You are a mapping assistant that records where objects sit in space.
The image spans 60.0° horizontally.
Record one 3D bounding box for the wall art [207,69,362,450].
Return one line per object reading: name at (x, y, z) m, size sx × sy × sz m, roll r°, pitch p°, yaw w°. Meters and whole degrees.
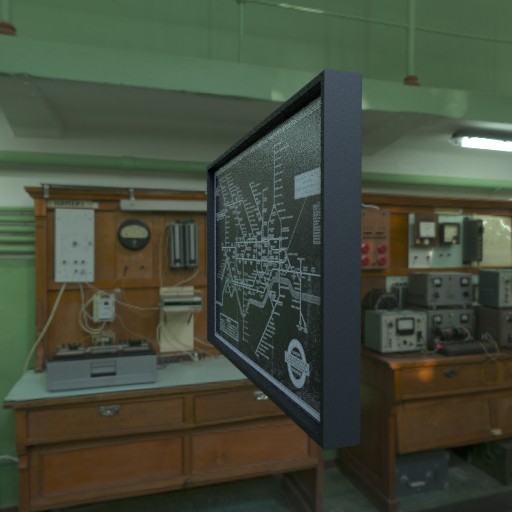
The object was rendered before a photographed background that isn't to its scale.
wall art at (0.000, 0.000, 0.855) m, size 0.051 × 0.456 × 0.671 m, roll 0°, pitch 1°, yaw -18°
